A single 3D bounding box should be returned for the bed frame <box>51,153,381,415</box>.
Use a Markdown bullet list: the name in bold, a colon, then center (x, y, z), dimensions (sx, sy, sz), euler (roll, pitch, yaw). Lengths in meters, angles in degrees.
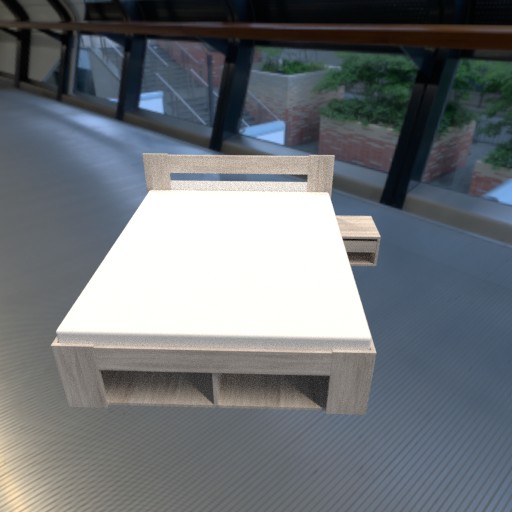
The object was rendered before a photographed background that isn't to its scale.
- **bed frame**: center (0.000, 0.000, 3.152), dimensions (2.040, 0.860, 2.050), euler (1, 29, 2)
